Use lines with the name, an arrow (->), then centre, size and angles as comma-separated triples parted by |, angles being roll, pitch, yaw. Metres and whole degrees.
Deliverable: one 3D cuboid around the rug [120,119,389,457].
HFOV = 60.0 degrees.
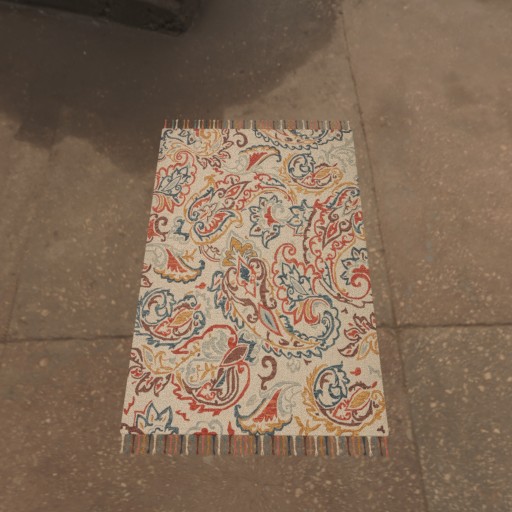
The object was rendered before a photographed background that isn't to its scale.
rug -> 0.000, 0.000, 2.426 | 1.218, 0.010, 1.997 | 0, 63, 0
